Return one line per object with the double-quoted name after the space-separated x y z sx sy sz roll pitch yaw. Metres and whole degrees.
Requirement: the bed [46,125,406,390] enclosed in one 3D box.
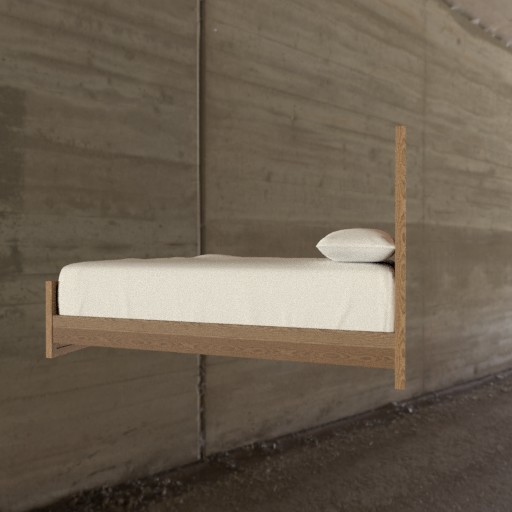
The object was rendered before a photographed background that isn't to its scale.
0.000 0.000 3.461 2.184 1.295 2.013 0 0 18 "bed"
